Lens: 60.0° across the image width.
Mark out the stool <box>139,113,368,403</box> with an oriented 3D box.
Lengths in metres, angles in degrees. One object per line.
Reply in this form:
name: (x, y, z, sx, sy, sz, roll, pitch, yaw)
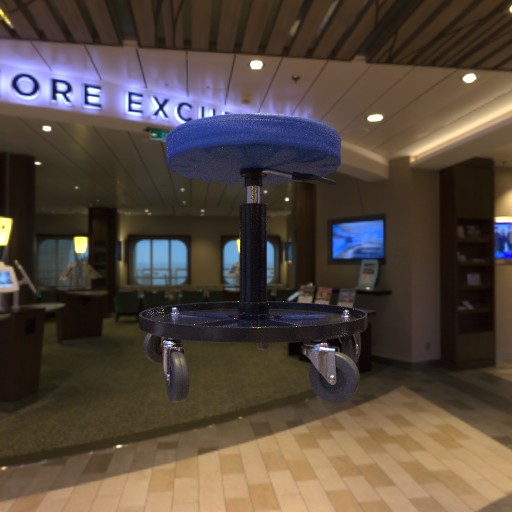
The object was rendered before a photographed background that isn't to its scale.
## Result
stool: (0.000, 0.000, 0.689, 0.382, 0.365, 0.381, -1, -1, 36)
